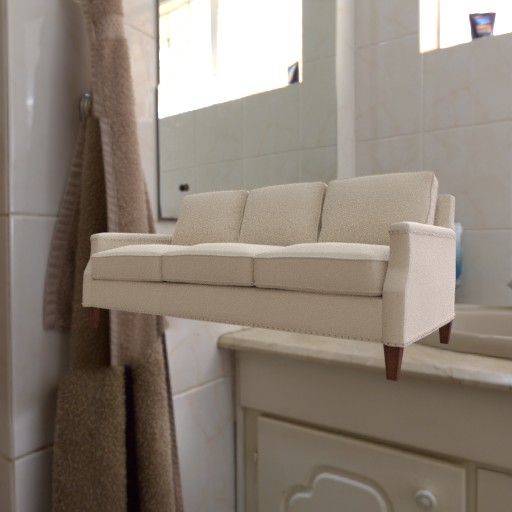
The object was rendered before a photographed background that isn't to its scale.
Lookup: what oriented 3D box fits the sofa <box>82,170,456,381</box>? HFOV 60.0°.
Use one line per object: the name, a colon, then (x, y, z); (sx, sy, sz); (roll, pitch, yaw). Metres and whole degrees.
sofa: (0.000, 0.000, 2.846); (2.246, 1.003, 1.084); (1, 1, 36)
